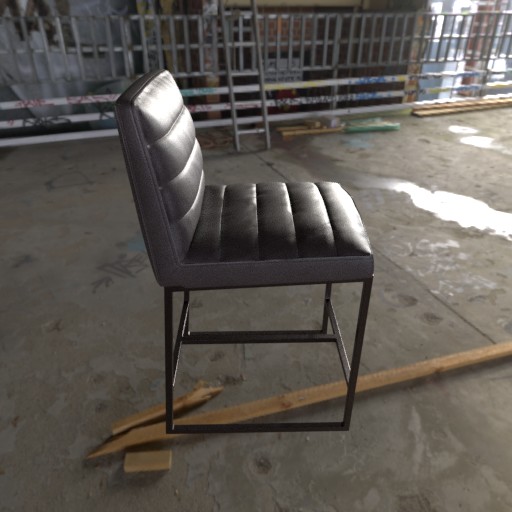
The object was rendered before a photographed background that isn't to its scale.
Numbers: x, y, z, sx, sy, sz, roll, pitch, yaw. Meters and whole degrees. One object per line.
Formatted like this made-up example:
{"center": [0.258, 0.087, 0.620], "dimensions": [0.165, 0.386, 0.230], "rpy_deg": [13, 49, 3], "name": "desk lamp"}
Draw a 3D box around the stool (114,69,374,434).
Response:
{"center": [0.000, 0.000, 1.251], "dimensions": [0.562, 0.946, 0.463], "rpy_deg": [-1, 30, -1], "name": "stool"}
